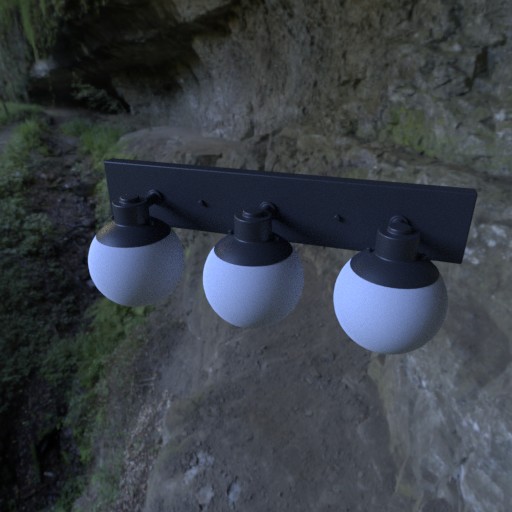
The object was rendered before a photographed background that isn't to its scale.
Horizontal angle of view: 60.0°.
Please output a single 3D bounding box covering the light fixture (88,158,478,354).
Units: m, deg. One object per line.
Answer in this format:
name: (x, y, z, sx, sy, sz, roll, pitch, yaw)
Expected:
light fixture: (0.000, 0.000, 0.822, 0.721, 0.263, 0.218, 8, 27, 16)
